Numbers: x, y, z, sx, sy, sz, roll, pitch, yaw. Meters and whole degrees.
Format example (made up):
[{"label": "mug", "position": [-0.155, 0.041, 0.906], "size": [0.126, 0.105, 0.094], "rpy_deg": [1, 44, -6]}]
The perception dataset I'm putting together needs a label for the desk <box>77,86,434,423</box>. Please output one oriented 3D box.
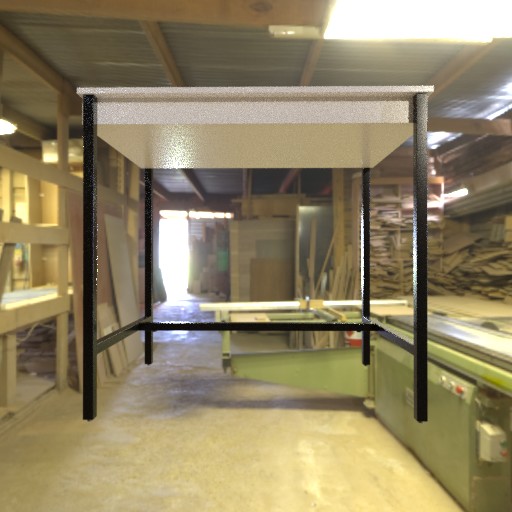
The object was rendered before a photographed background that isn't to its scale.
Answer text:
[{"label": "desk", "position": [0.000, 0.000, 1.291], "size": [0.811, 0.766, 0.573], "rpy_deg": [0, 0, 1]}]
